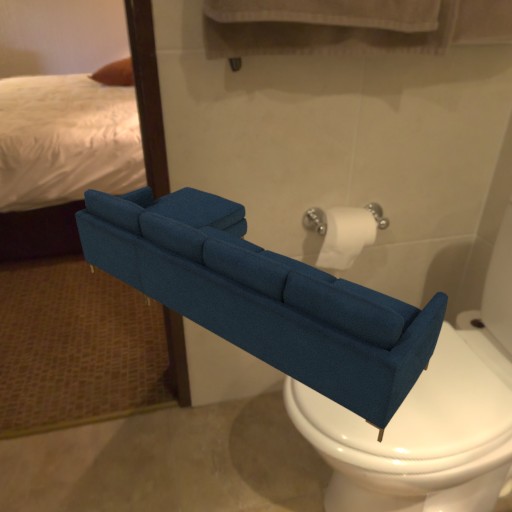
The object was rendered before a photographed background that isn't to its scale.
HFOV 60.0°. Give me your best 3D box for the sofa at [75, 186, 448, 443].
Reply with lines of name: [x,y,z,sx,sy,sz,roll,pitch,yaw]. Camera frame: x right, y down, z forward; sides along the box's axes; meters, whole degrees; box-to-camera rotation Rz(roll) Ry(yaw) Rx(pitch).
sofa: [0.000,0.000,3.521,2.932,0.810,1.350,22,37,33]
